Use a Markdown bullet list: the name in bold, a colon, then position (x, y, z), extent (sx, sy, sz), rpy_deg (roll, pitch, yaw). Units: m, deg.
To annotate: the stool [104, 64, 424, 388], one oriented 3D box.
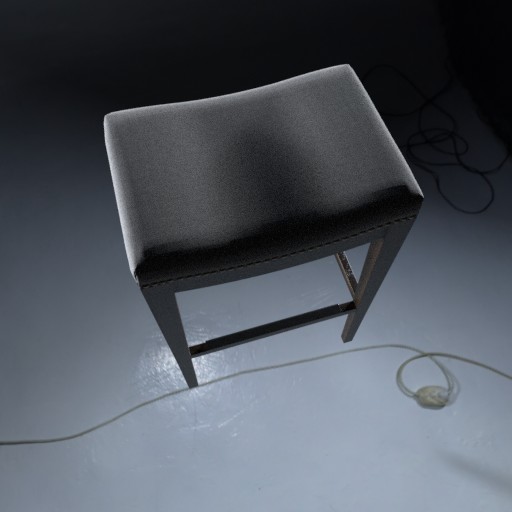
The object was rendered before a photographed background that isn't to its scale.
- **stool**: position (0.000, 0.000, 1.067), extent (0.508, 0.762, 0.356), rpy_deg (-15, 64, -7)
